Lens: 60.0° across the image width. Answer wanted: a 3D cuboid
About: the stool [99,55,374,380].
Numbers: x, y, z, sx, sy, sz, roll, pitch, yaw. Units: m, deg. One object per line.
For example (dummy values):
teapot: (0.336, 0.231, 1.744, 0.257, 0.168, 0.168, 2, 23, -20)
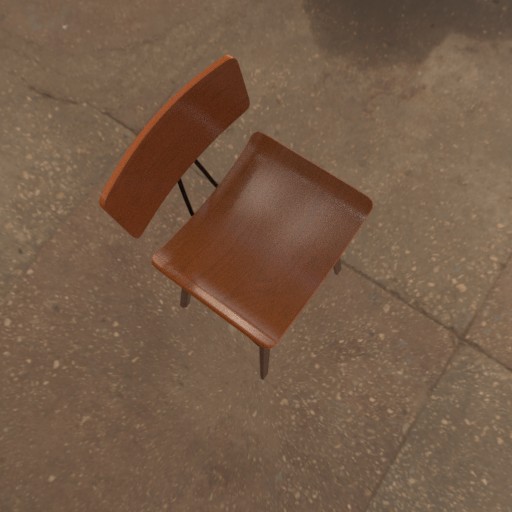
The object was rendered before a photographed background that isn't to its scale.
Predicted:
stool: (0.000, 0.000, 1.215, 0.440, 0.969, 0.509, 36, 78, 9)
